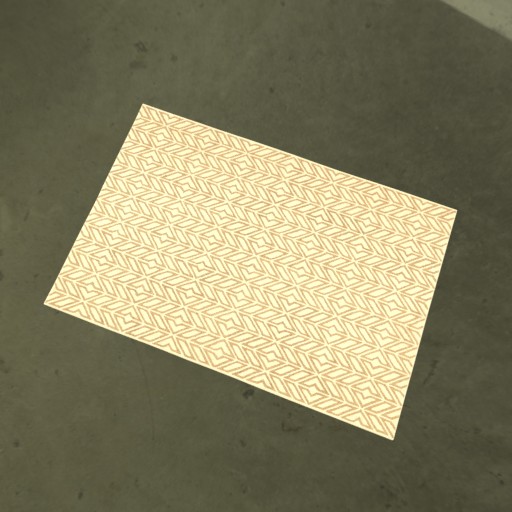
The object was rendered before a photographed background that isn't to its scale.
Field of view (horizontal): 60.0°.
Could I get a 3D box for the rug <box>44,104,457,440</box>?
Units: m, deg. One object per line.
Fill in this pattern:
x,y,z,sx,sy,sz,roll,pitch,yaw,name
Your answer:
0.000,0.000,2.295,1.828,0.007,1.220,20,77,5,rug
